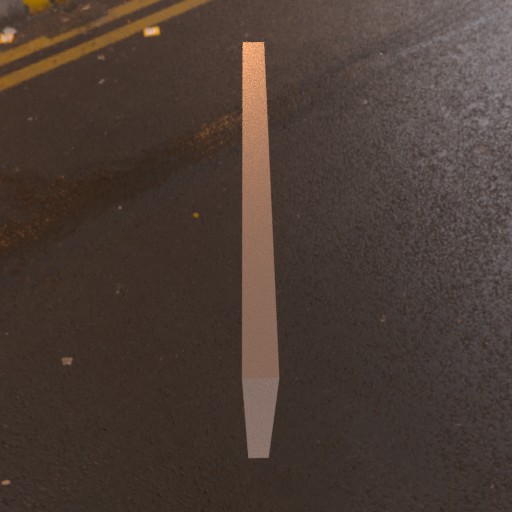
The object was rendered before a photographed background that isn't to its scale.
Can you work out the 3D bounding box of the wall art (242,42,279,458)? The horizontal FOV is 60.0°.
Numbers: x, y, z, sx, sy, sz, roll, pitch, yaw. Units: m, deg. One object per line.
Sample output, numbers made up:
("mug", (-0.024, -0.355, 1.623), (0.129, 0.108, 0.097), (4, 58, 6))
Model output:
("wall art", (0.000, 0.000, 1.413), (0.066, 0.801, 1.056), (-1, 56, 0))
